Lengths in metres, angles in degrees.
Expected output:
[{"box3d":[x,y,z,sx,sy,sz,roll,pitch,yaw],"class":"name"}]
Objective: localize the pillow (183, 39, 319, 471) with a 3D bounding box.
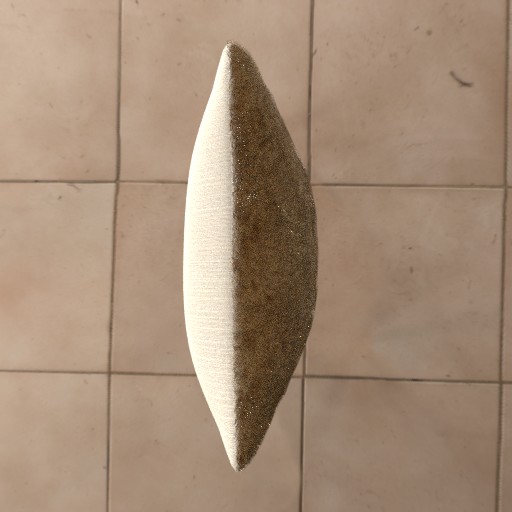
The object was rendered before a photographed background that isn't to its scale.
[{"box3d":[0.000,0.000,0.789,0.216,0.525,0.538,0,90,1],"class":"pillow"}]
